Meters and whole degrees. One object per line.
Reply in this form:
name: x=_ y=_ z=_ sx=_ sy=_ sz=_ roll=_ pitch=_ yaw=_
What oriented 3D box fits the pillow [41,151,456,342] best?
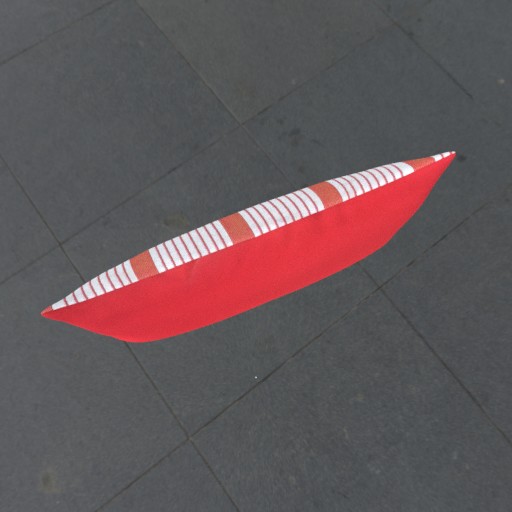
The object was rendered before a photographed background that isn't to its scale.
pillow: x=0.000 y=0.000 z=0.740 sx=0.608 sy=0.297 sz=0.151 roll=-22 pitch=76 yaw=-6
